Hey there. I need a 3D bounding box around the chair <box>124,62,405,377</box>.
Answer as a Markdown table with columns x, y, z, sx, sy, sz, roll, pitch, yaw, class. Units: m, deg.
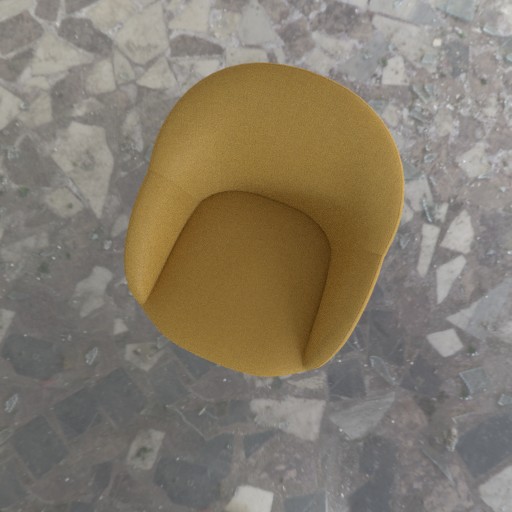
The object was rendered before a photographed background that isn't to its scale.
| x | y | z | sx | sy | sz | roll | pitch | yaw | class |
| --- | --- | --- | --- | --- | --- | --- | --- | --- | --- |
| 0.000 | 0.000 | 1.168 | 0.551 | 0.793 | 0.583 | 21 | 77 | 5 | chair |
